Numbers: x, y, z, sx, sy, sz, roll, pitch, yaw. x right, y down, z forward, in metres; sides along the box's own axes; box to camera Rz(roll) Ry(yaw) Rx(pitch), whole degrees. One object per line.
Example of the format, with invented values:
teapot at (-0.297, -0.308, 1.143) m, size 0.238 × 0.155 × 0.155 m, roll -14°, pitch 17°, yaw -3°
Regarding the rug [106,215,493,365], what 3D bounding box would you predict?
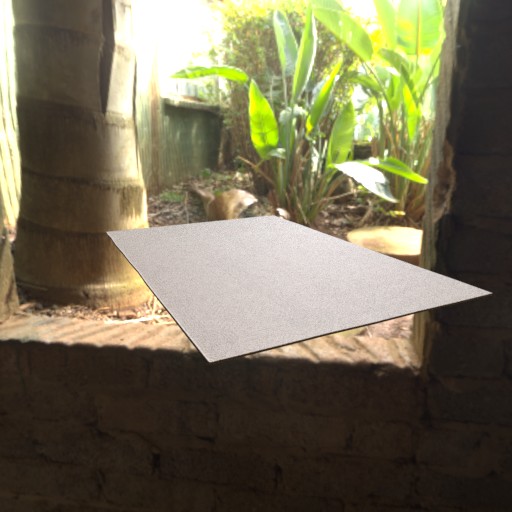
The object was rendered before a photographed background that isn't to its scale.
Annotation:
rug at (0.000, 0.000, 2.313) m, size 1.236 × 0.009 × 1.839 m, roll -8°, pitch 18°, yaw -26°
